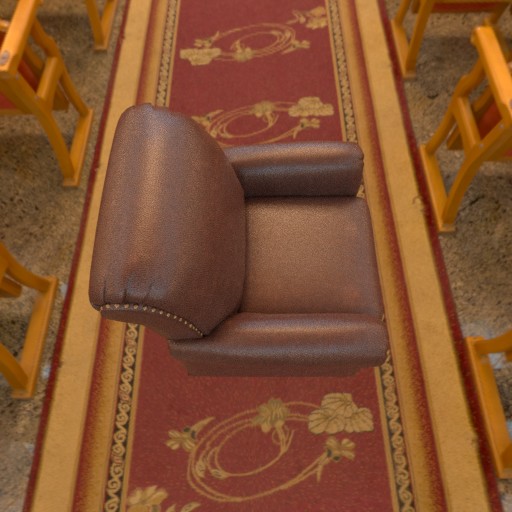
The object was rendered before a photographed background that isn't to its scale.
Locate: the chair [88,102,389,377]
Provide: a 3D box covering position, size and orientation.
[{"bbox_3d":[0.000,0.000,1.623,0.890,0.927,0.854,0,64,0],"label":"chair"}]
